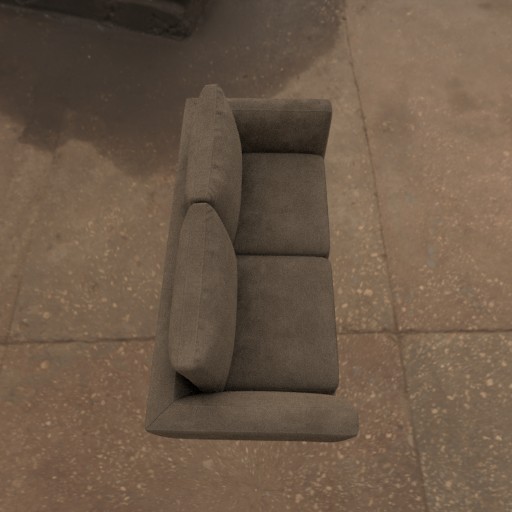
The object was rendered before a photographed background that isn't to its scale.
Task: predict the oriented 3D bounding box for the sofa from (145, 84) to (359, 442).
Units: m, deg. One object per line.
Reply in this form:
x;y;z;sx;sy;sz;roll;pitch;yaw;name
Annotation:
0.000;0.000;2.359;0.855;1.013;1.832;1;62;0;sofa
